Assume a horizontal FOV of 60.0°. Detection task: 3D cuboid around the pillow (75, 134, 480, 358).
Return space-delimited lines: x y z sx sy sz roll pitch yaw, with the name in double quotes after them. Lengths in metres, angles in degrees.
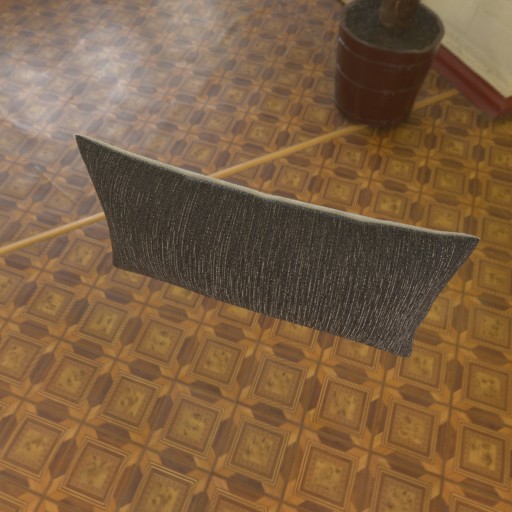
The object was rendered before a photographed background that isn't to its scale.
0.000 0.000 0.744 0.608 0.305 0.156 16 59 10 "pillow"
